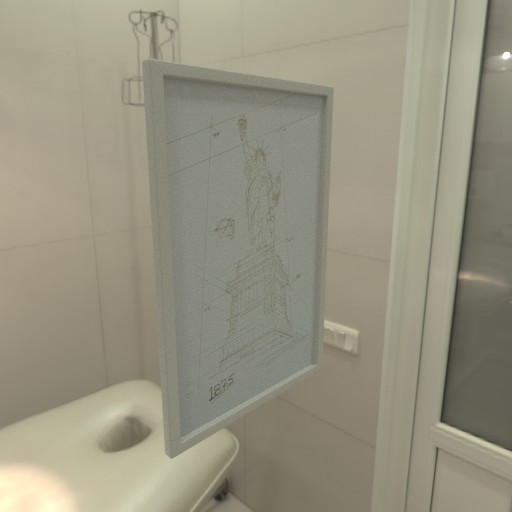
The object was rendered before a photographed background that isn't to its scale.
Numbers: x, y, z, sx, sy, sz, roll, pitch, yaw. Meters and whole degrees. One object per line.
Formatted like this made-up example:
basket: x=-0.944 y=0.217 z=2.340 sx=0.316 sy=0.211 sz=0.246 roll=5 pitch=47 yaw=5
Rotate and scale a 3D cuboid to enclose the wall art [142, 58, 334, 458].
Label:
wall art: x=0.000 y=0.000 z=1.556 sx=0.038 sy=1.183 sz=0.808 roll=14 pitch=20 yaw=43
